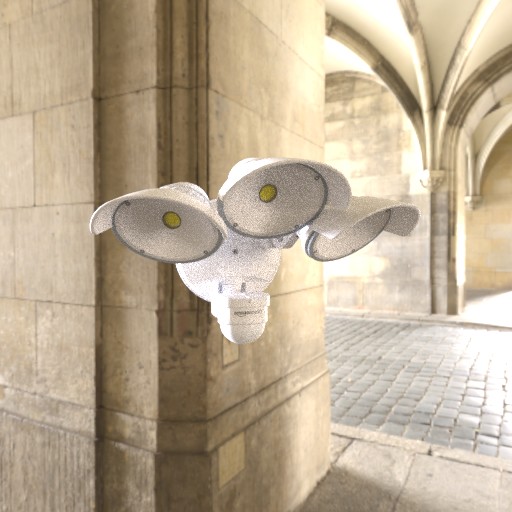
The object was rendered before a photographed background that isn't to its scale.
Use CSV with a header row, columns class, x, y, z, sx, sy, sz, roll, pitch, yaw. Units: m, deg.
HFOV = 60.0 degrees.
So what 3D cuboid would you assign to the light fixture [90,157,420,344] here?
class,x,y,z,sx,sy,sz,roll,pitch,yaw
light fixture,0.000,0.000,0.533,0.369,0.237,0.278,0,1,-17
